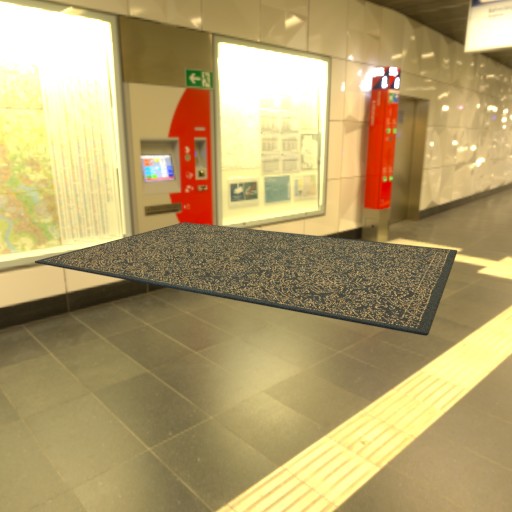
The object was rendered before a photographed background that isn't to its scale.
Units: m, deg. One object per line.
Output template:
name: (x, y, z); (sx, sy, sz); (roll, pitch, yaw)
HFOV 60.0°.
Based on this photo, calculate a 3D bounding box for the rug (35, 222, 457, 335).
rug: (0.000, 0.000, 2.290); (1.829, 0.010, 1.219); (8, 16, 27)
